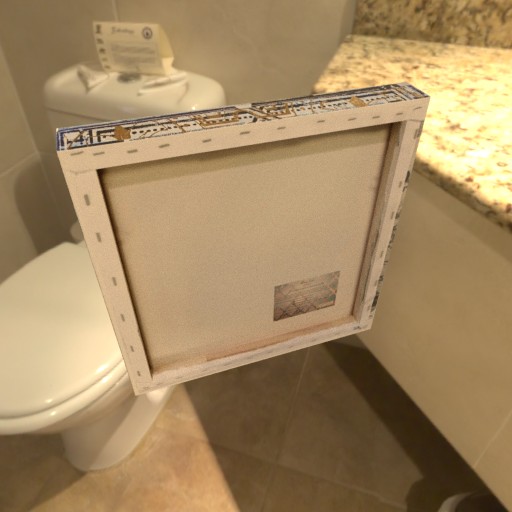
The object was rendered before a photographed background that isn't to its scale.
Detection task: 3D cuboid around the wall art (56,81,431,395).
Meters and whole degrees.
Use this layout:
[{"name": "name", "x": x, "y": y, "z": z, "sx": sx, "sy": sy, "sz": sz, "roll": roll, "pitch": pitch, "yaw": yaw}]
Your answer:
[{"name": "wall art", "x": 0.000, "y": 0.000, "z": 0.453, "sx": 0.302, "sy": 0.306, "sz": 0.038, "roll": -13, "pitch": 42, "yaw": -14}]
